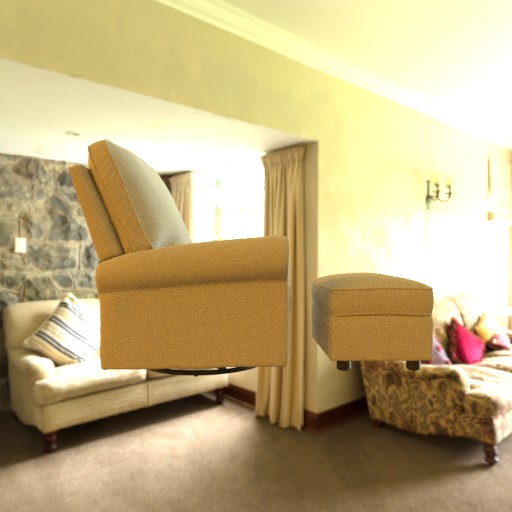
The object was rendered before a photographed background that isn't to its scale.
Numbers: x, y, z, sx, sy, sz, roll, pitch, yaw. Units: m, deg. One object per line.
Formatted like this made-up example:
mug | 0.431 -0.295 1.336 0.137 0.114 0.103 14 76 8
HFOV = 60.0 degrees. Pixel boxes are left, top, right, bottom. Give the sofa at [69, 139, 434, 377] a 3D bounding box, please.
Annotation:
sofa | 0.000 0.000 2.076 1.478 0.959 0.880 0 1 -1
